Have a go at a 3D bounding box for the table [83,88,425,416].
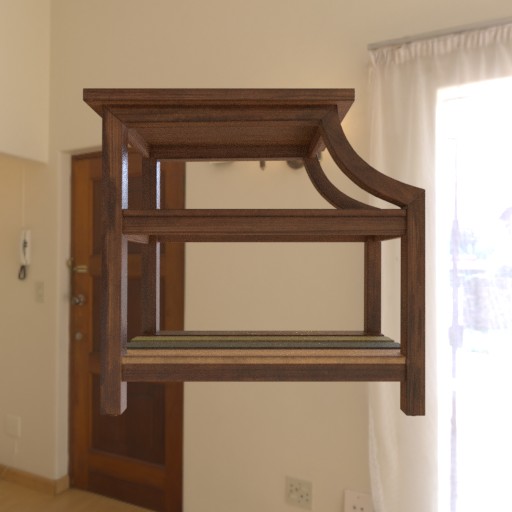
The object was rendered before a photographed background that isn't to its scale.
[{"bbox_3d":[0.000,0.000,0.952,0.609,0.584,0.356,0,-1,0],"label":"table"}]
